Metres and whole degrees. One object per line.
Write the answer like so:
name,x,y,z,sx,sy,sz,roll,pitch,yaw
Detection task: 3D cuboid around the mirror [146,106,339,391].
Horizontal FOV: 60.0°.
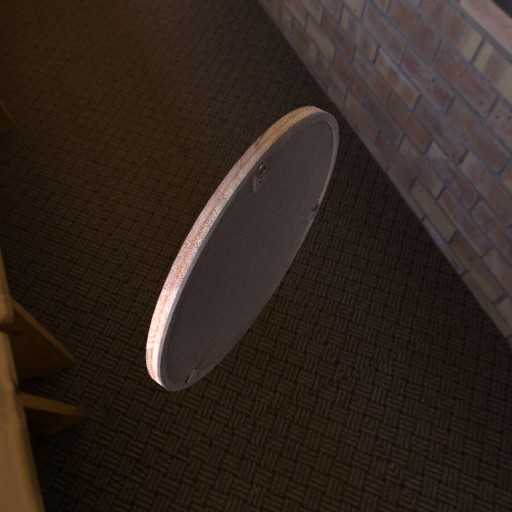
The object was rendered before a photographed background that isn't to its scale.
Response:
mirror,0.000,0.000,1.046,0.038,0.710,0.710,31,66,15
